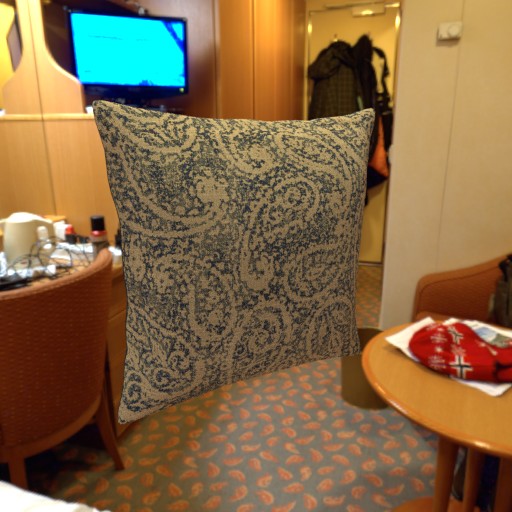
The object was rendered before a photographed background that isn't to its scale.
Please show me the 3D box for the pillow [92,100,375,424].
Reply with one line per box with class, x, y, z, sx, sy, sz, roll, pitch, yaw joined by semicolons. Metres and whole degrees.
pillow;0.000;0.000;0.788;0.523;0.510;0.166;-9;18;-28
